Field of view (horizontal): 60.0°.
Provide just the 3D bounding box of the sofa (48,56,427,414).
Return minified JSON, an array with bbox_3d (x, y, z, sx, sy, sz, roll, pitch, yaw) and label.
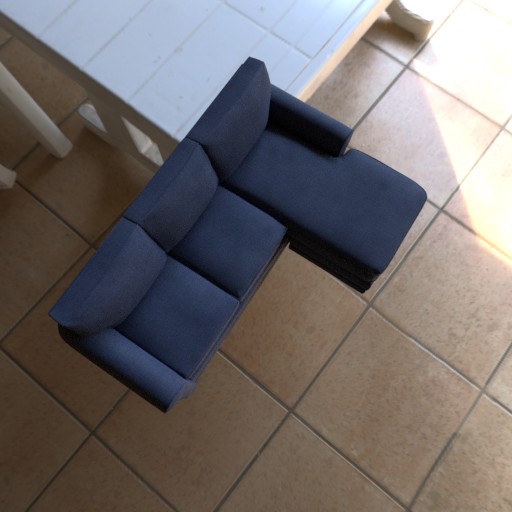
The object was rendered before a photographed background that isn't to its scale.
[{"bbox_3d":[0.000,0.000,3.378,1.780,1.063,2.567,32,77,9],"label":"sofa"}]
